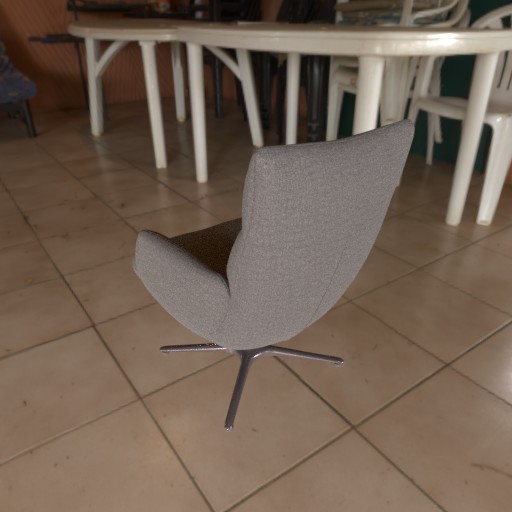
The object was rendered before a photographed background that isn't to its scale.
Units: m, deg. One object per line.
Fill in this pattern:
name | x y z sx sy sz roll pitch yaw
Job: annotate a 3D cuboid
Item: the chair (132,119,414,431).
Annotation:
chair | 0.000 0.000 1.538 0.702 0.984 0.831 -20 34 -32
